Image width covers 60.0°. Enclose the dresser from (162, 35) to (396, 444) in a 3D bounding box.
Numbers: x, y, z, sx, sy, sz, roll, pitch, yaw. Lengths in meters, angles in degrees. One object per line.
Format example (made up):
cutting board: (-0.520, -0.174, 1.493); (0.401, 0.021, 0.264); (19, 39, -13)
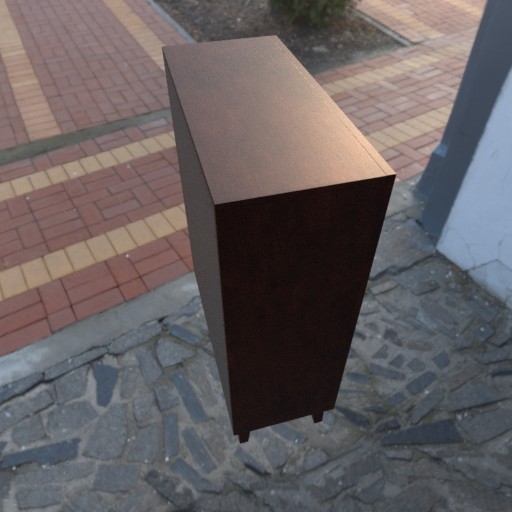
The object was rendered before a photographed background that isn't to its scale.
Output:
dresser: (0.000, 0.000, 2.022); (0.506, 1.514, 1.072); (-11, 46, -11)
